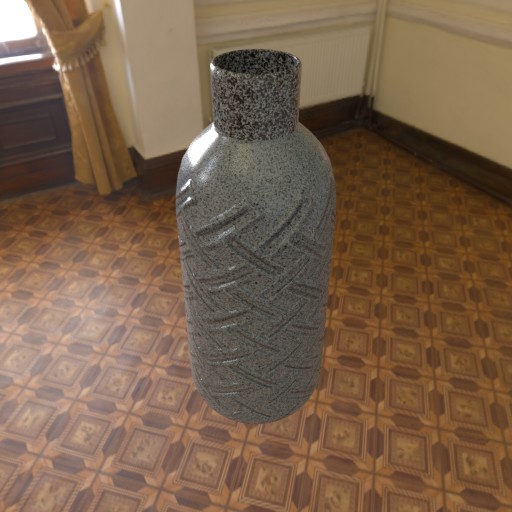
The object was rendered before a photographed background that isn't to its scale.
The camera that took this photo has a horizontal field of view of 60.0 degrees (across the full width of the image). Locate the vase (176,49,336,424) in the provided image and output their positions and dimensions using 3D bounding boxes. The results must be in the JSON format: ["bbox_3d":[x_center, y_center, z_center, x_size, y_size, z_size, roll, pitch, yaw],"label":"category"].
[{"bbox_3d":[0.000,0.000,0.337,0.122,0.282,0.122,0,39,0],"label":"vase"}]
